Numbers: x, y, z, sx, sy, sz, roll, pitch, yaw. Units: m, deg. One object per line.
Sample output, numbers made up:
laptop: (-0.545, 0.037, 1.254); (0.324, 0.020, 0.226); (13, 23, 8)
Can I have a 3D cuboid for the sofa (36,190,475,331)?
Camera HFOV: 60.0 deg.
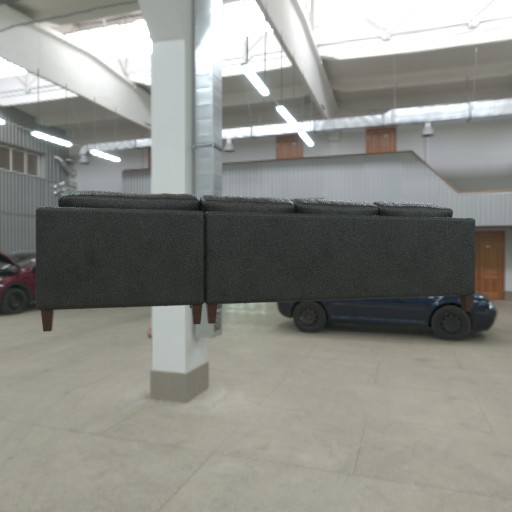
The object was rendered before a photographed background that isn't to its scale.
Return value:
sofa: (0.000, 0.000, 3.831); (3.203, 0.883, 1.581); (0, 1, -17)
